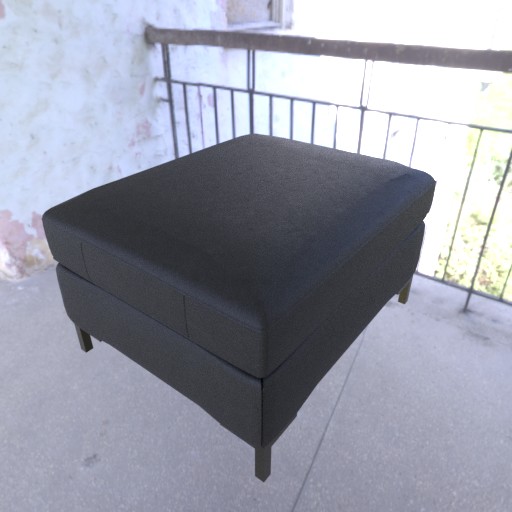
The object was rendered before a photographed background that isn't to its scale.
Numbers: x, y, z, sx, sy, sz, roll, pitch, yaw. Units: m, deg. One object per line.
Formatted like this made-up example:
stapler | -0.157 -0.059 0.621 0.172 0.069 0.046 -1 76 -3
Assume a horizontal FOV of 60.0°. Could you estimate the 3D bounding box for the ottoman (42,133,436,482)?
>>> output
ottoman | 0.000 0.000 1.774 0.967 0.696 1.187 22 38 31
